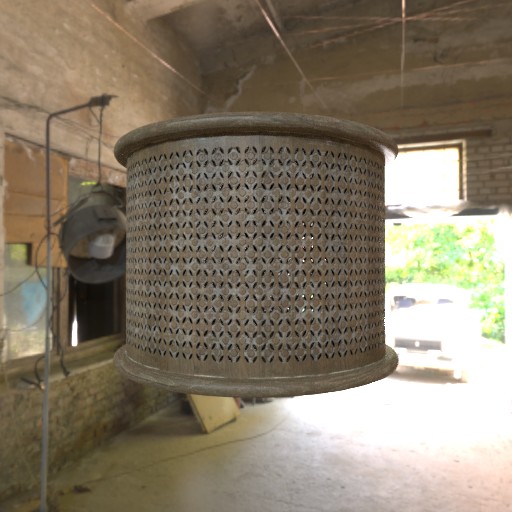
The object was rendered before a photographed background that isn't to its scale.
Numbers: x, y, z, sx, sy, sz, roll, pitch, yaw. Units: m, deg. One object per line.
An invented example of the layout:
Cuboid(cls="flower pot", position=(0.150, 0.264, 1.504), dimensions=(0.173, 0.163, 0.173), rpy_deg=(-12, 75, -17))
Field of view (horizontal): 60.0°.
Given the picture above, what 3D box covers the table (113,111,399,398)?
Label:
Cuboid(cls="table", position=(0.000, 0.000, 0.990), dimensions=(0.607, 0.450, 0.607), rpy_deg=(0, -1, 0))
